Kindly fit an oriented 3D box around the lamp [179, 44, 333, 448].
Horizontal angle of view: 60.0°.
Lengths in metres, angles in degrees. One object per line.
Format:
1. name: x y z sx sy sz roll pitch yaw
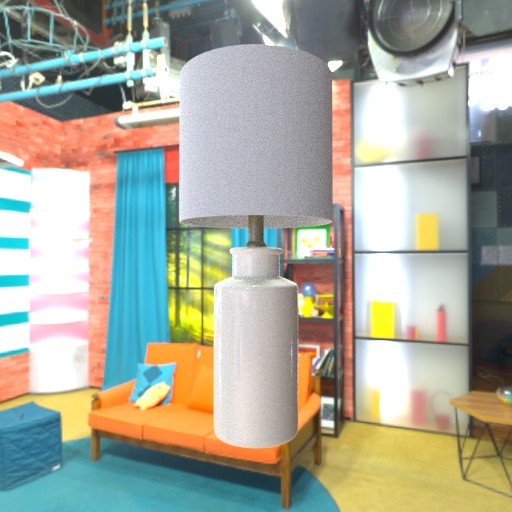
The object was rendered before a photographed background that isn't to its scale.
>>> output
1. lamp: 0.000 0.000 0.620 0.212 0.493 0.212 0 -1 -18
